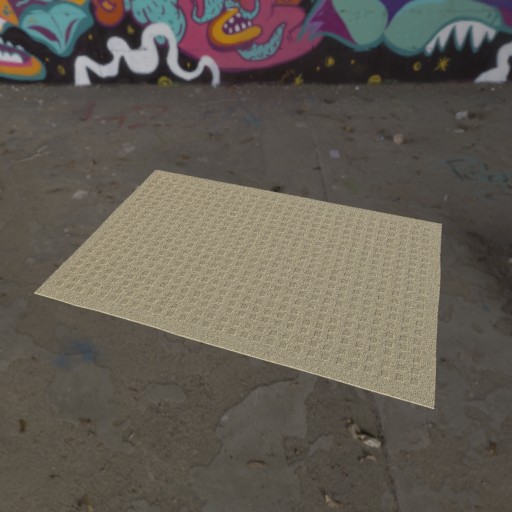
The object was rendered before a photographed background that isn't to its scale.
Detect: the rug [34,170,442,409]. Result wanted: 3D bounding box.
[{"bbox_3d":[0.000,0.000,2.210,1.747,0.006,1.143,13,43,14],"label":"rug"}]
